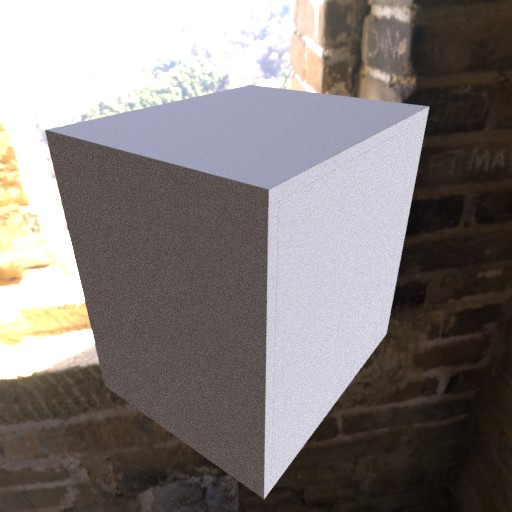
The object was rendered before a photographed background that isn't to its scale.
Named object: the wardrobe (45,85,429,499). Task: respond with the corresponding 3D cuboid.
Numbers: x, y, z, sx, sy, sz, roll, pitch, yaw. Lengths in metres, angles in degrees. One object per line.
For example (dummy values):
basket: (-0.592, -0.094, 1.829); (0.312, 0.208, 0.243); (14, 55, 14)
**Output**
wardrobe: (0.000, 0.000, 0.848); (0.400, 0.520, 0.500); (20, 36, 31)
